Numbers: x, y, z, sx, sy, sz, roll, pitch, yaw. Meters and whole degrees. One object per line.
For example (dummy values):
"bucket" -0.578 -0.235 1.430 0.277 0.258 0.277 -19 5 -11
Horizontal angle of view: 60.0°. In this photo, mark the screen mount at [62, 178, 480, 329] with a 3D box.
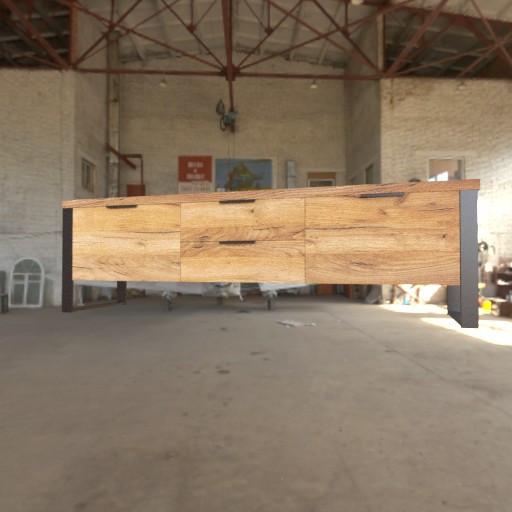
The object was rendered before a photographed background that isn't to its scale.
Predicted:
"screen mount" 0.000 0.000 1.726 1.524 0.450 0.395 0 -1 17
